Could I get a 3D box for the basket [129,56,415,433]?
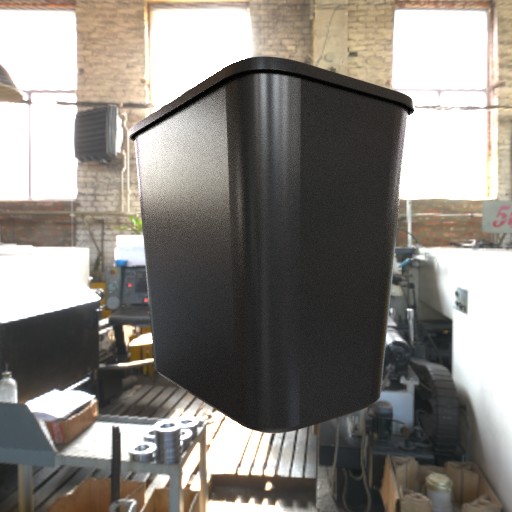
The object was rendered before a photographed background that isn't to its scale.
[{"bbox_3d":[0.000,0.000,0.501,0.211,0.307,0.300,-1,2,-35],"label":"basket"}]
